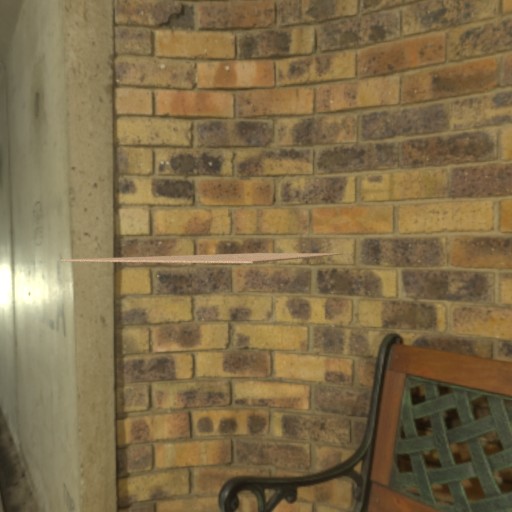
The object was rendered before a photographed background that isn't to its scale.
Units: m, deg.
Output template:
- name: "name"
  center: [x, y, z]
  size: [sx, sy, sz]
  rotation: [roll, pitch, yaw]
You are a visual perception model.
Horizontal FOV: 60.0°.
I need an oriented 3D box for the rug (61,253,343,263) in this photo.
- name: "rug"
  center: [0.000, 0.000, 2.714]
  size: [0.762, 0.008, 2.439]
  rotation: [0, 1, 18]
